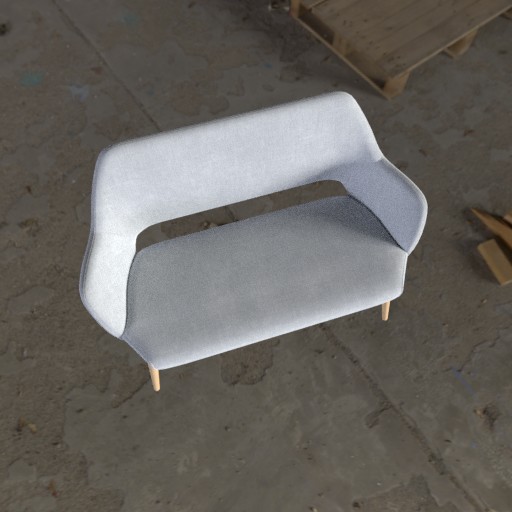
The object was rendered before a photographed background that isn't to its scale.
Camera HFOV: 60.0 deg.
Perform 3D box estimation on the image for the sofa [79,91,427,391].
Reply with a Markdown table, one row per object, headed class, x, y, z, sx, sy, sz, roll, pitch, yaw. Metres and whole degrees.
| class | x | y | z | sx | sy | sz | roll | pitch | yaw |
| --- | --- | --- | --- | --- | --- | --- | --- | --- | --- |
| sofa | 0.000 | 0.000 | 1.623 | 1.150 | 0.840 | 0.610 | -16 | 66 | -7 |
